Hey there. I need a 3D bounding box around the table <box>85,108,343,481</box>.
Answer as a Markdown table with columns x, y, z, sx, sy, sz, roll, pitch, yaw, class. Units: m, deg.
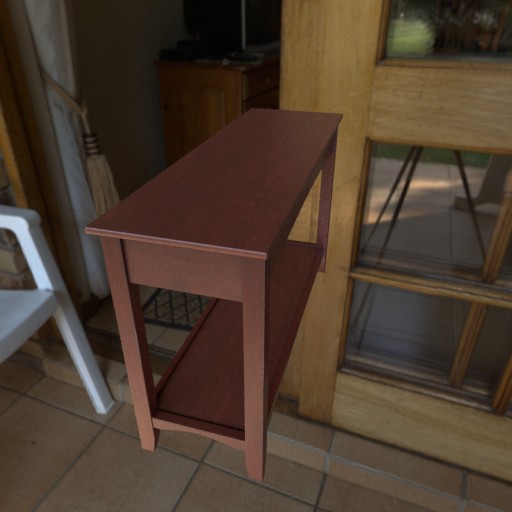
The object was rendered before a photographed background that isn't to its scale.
| x | y | z | sx | sy | sz | roll | pitch | yaw | class |
| --- | --- | --- | --- | --- | --- | --- | --- | --- | --- |
| 0.000 | 0.000 | 1.541 | 0.392 | 0.739 | 1.188 | 8 | 31 | 14 | table |
